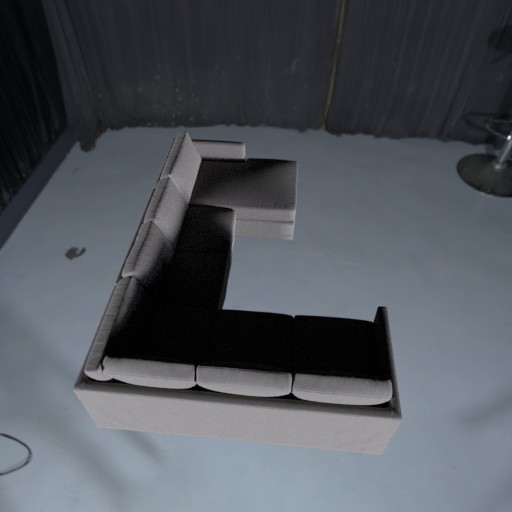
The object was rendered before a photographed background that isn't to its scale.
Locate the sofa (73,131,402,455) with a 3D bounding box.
[{"bbox_3d":[0.000,0.000,4.561,2.427,0.882,3.460,4,47,4],"label":"sofa"}]
